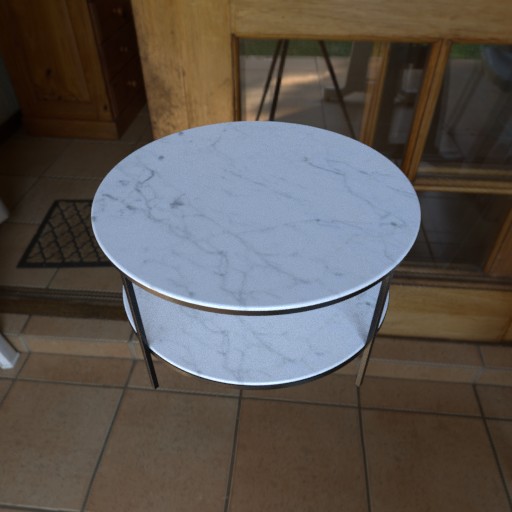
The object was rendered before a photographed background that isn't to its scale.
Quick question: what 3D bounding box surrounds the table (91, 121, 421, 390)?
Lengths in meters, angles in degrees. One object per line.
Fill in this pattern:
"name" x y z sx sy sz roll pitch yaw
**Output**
"table" 0.000 0.000 1.264 0.800 0.450 0.800 0 41 0
